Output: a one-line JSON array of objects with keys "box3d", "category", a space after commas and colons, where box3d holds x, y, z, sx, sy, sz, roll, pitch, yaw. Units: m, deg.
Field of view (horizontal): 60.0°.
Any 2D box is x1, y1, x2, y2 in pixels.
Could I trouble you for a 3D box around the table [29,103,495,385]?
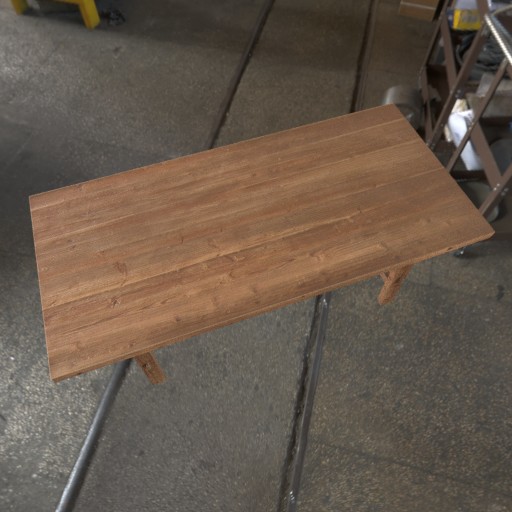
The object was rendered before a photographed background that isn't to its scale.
[{"box3d": [0.000, 0.000, 2.420, 2.003, 0.760, 0.952, -17, 60, -10], "category": "table"}]
